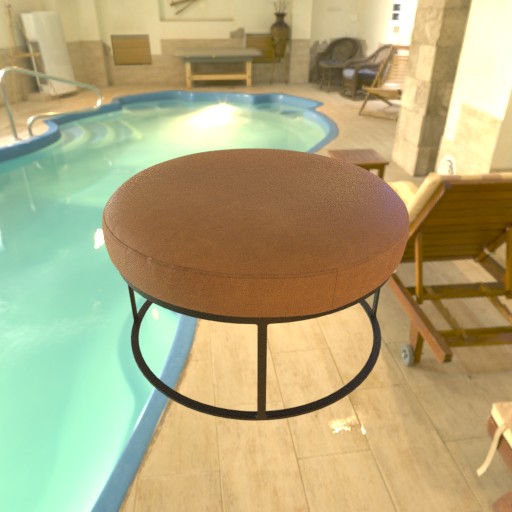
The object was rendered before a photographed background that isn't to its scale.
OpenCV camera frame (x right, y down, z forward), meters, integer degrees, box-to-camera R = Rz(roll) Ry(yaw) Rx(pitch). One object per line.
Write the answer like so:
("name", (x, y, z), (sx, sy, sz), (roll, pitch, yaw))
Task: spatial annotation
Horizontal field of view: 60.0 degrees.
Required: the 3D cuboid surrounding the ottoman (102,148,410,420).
("ottoman", (0.000, 0.000, 1.231), (0.771, 0.460, 0.771), (0, 29, 0))
